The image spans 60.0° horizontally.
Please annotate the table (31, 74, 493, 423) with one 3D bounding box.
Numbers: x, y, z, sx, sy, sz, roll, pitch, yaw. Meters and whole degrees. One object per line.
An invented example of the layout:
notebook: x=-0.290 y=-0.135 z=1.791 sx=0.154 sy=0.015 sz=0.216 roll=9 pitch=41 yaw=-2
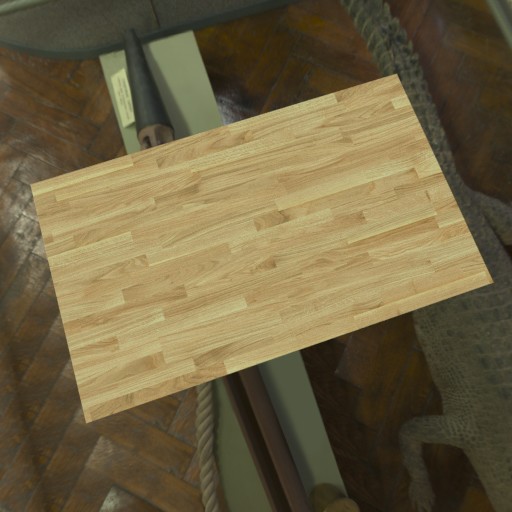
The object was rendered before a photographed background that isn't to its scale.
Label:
table: x=0.000 y=0.000 z=2.010 sx=1.500 sy=0.770 sz=0.900 roll=-18 pitch=77 yaw=-4
